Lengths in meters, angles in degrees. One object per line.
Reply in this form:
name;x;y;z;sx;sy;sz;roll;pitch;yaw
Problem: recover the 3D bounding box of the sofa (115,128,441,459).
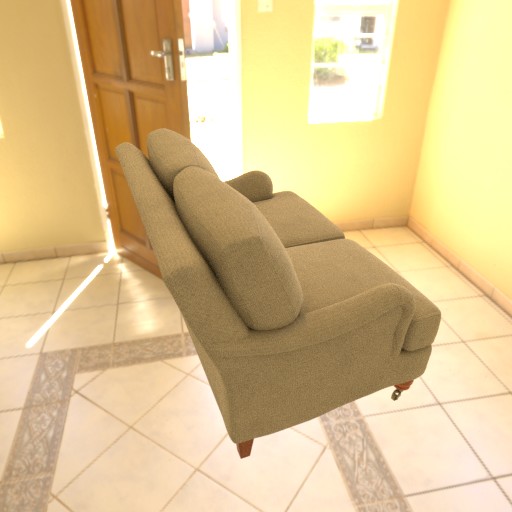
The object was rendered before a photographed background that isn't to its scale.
sofa;0.000;0.000;2.168;1.087;0.999;1.480;-11;31;-18
